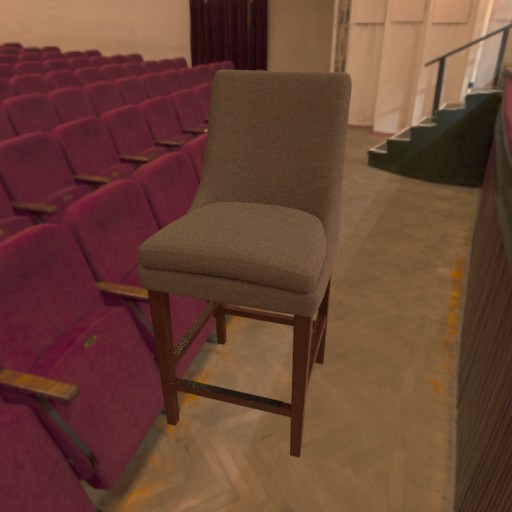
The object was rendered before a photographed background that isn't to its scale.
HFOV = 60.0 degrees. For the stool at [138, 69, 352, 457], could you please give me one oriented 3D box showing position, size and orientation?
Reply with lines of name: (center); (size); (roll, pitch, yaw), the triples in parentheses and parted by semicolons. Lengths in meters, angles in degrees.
stool: (0.000, 0.000, 1.314); (0.470, 0.981, 0.577); (8, 28, 15)
